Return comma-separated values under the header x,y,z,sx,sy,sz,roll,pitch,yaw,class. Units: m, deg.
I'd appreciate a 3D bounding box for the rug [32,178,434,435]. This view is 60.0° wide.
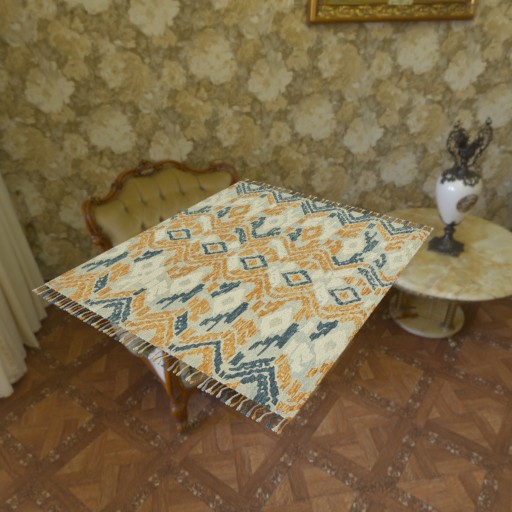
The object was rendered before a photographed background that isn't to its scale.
x,y,z,sx,sy,sz,roll,pitch,yaw,class
0.000,0.000,4.165,2.439,0.010,3.048,20,37,29,rug
